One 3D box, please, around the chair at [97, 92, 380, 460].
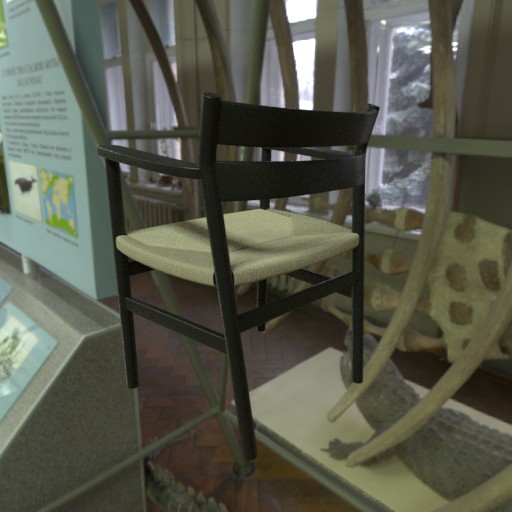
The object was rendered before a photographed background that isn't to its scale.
[{"bbox_3d":[0.000,0.000,1.176,0.630,0.775,0.508,-15,22,-43],"label":"chair"}]
